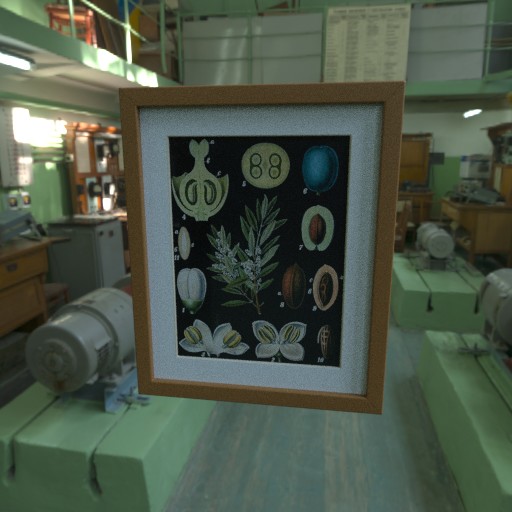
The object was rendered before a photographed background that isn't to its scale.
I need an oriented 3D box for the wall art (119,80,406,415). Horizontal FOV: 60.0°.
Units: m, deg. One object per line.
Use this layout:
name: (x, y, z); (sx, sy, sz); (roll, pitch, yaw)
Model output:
wall art: (0.000, 0.000, 0.756); (0.449, 0.550, 0.021); (2, 13, 9)
